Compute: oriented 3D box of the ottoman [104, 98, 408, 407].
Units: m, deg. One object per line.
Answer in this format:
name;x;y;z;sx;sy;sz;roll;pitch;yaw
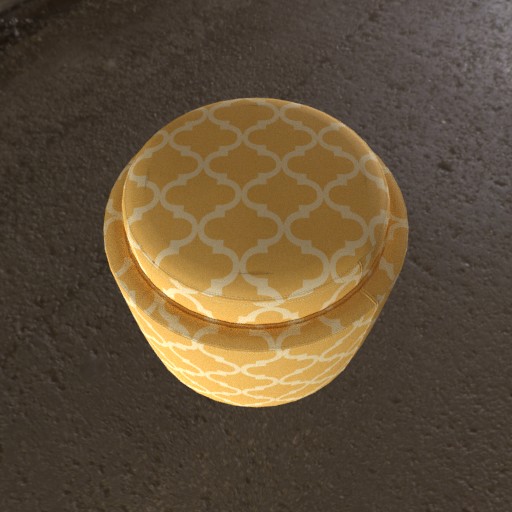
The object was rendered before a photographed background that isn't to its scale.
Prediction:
ottoman;0.000;0.000;0.816;0.480;0.429;0.480;0;58;0
